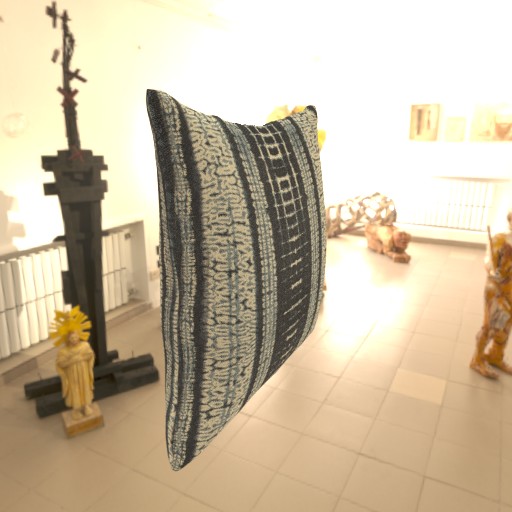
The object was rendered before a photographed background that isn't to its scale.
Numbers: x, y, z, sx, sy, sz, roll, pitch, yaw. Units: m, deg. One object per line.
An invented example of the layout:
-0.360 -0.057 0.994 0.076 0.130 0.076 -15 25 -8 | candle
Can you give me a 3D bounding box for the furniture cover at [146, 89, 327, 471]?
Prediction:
0.000 0.000 0.650 0.133 0.435 0.425 9 18 27 | furniture cover
